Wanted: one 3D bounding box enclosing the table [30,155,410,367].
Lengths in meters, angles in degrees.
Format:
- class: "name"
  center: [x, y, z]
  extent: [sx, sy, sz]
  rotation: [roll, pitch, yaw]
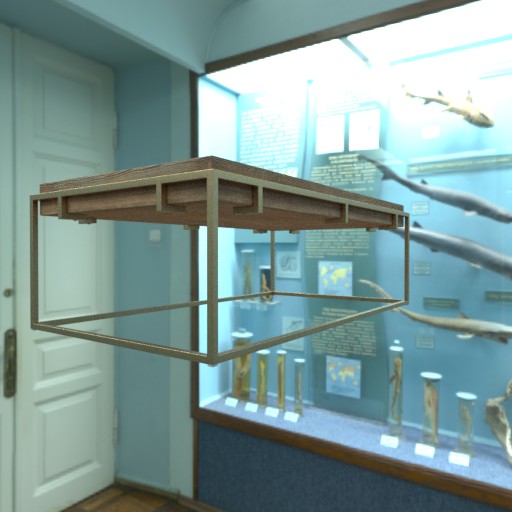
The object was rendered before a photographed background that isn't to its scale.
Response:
- class: "table"
  center: [0.000, 0.000, 1.747]
  extent: [0.775, 0.468, 1.387]
  rotation: [0, 1, 36]
